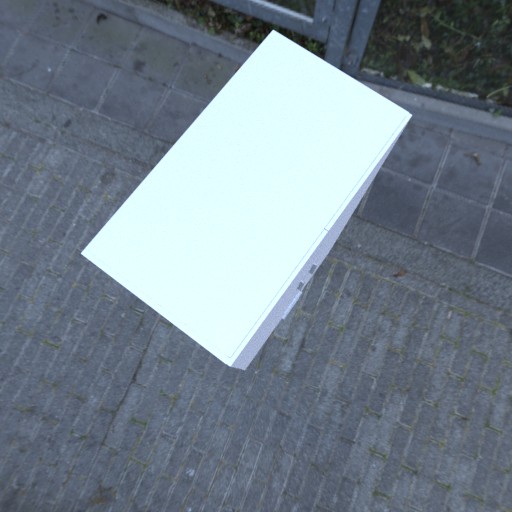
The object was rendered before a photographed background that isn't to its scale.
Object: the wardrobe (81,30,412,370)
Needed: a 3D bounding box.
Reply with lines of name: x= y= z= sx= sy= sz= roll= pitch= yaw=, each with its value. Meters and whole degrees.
wardrobe: x=0.000 y=0.000 z=2.257 sx=0.577 sy=1.808 sz=0.991 roll=35 pitch=78 yaw=9
